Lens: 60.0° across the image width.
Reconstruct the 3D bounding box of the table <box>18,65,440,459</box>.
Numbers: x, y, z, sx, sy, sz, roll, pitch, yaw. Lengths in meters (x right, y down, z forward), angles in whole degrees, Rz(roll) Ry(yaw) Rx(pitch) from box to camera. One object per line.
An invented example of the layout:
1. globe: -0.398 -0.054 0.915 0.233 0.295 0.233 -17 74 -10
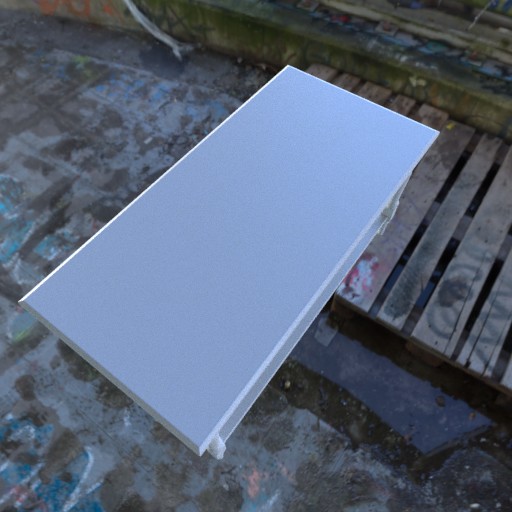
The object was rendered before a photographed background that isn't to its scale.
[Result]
1. table: 0.000 0.000 1.384 0.551 0.506 1.109 32 63 19
